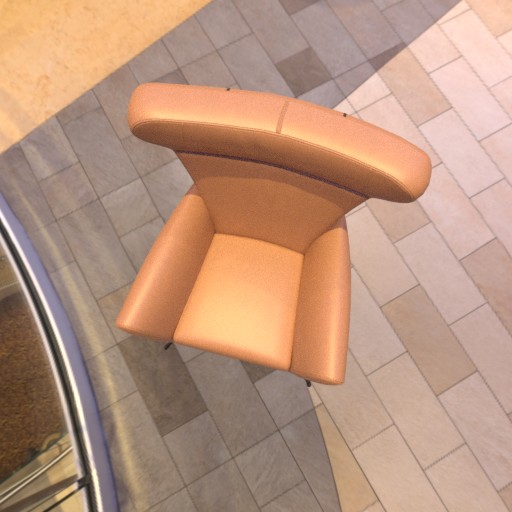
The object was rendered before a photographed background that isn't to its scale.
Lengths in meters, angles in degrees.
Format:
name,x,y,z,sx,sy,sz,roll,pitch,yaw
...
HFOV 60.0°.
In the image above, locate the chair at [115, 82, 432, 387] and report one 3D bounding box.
name,x,y,z,sx,sy,sz,roll,pitch,yaw
chair,0.000,0.000,1.778,0.980,1.050,0.900,14,76,3
